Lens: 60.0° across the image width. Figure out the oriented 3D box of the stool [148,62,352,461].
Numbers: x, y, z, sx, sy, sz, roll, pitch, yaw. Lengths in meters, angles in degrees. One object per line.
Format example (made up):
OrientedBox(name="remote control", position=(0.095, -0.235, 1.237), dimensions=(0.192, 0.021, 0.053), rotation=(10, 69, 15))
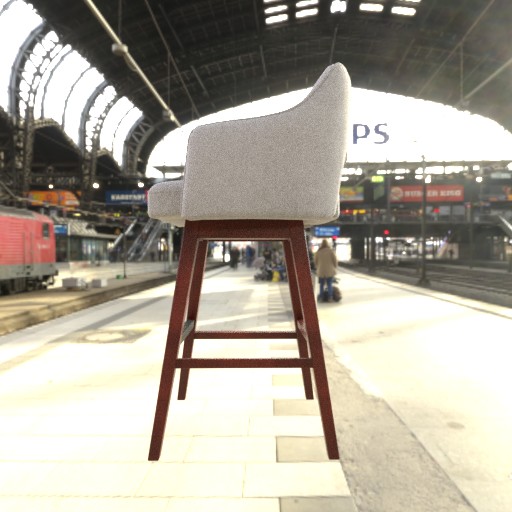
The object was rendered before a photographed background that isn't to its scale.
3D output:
OrientedBox(name="stool", position=(0.000, 0.000, 1.332), dimensions=(0.558, 1.012, 0.548), rotation=(0, 1, -1))
